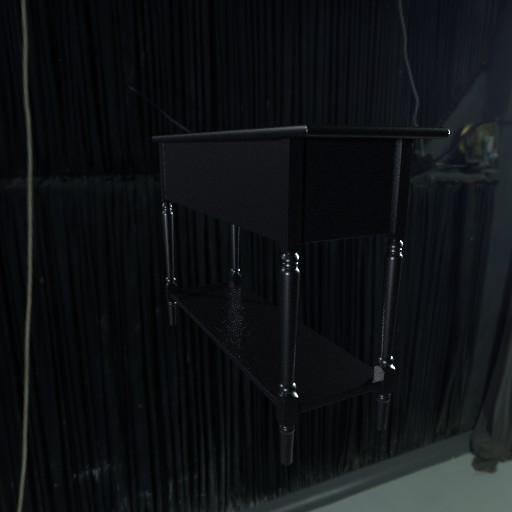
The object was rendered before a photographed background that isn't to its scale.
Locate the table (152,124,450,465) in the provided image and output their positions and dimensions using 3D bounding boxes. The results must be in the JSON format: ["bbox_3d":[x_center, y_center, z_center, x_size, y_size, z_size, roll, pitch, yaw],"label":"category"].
[{"bbox_3d":[0.000,0.000,1.532,0.386,0.819,1.191,-7,15,-26],"label":"table"}]
